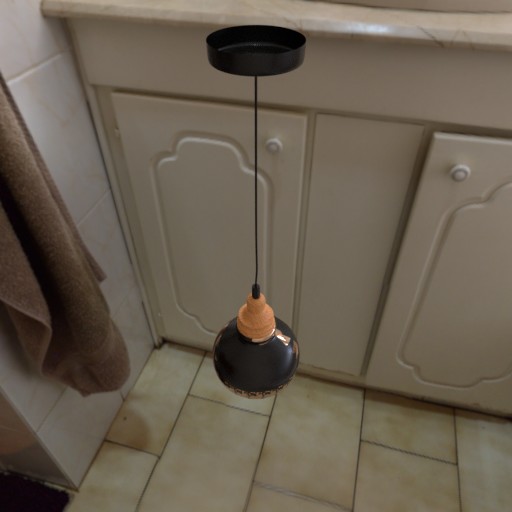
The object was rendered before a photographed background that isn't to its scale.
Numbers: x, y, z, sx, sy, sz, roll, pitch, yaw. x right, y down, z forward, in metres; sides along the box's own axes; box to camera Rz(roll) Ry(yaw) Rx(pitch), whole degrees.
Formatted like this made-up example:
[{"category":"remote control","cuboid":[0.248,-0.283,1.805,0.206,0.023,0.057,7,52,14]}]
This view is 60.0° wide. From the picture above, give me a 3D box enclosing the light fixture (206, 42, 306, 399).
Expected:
[{"category":"light fixture","cuboid":[0.000,0.000,1.756,0.430,1.606,0.430,12,43,13]}]
